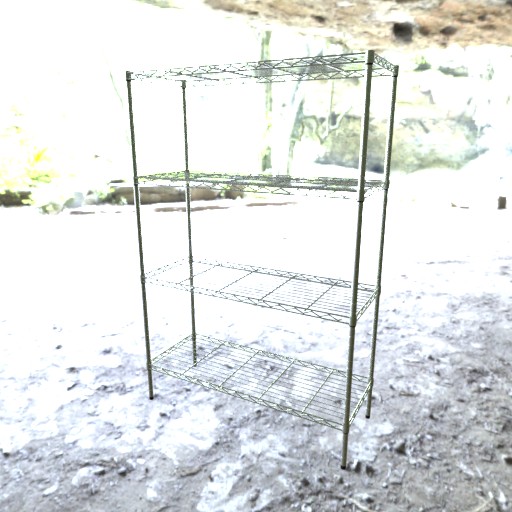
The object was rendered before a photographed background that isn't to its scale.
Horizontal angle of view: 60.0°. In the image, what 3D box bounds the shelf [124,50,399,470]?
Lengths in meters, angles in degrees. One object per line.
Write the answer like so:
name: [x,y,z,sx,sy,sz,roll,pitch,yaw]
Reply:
shelf: [0.000,0.000,1.727,0.907,1.360,0.352,8,18,27]
